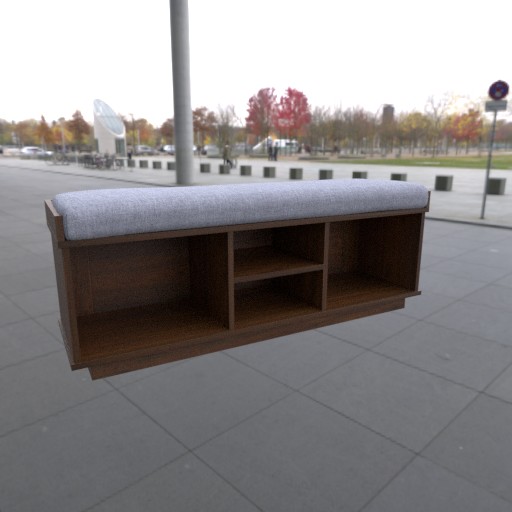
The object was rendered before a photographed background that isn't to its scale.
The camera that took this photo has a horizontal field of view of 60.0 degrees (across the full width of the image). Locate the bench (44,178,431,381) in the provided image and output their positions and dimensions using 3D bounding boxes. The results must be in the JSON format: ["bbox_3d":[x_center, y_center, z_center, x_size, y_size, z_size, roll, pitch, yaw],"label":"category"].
[{"bbox_3d":[0.000,0.000,1.450,1.196,0.468,0.367,-7,16,-27],"label":"bench"}]
